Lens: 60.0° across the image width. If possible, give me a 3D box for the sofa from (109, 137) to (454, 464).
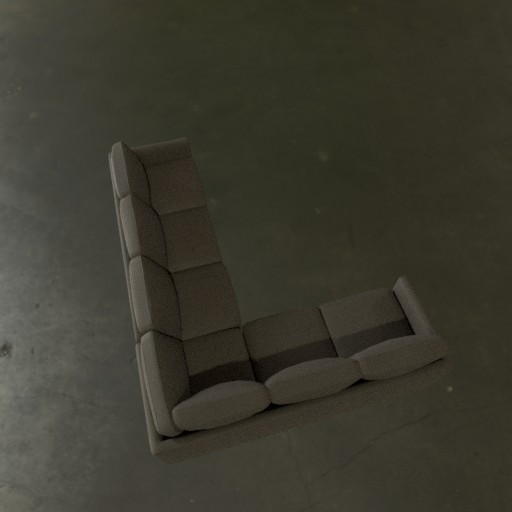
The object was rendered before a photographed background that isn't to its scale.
[{"bbox_3d":[0.000,0.000,4.538,2.593,0.947,3.302,-14,60,-8],"label":"sofa"}]
